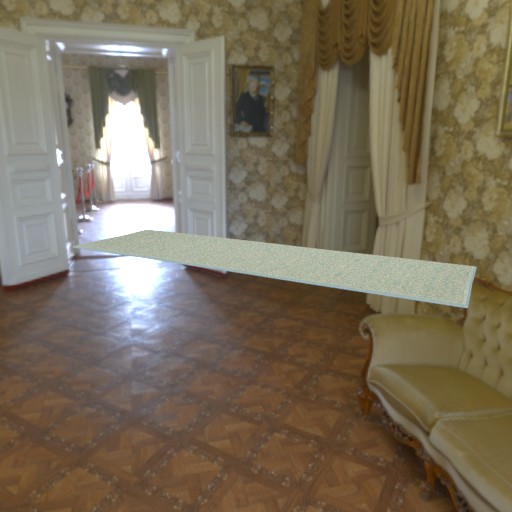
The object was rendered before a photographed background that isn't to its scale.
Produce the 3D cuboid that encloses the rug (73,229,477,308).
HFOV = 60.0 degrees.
[{"bbox_3d":[0.000,0.000,2.481,2.196,0.011,0.662,7,16,28],"label":"rug"}]
